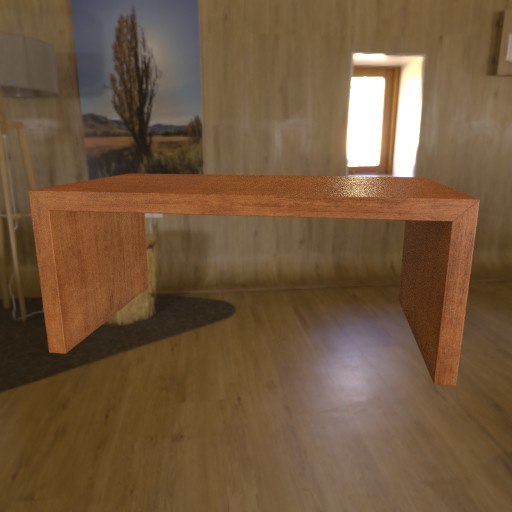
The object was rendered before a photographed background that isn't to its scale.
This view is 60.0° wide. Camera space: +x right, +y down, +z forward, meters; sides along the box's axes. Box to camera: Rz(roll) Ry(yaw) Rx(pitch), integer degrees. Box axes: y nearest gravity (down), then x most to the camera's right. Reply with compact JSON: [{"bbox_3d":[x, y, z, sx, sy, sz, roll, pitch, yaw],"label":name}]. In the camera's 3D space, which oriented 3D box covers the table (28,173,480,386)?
[{"bbox_3d":[0.000,0.000,1.281,1.000,0.419,0.549,2,15,9],"label":"table"}]
